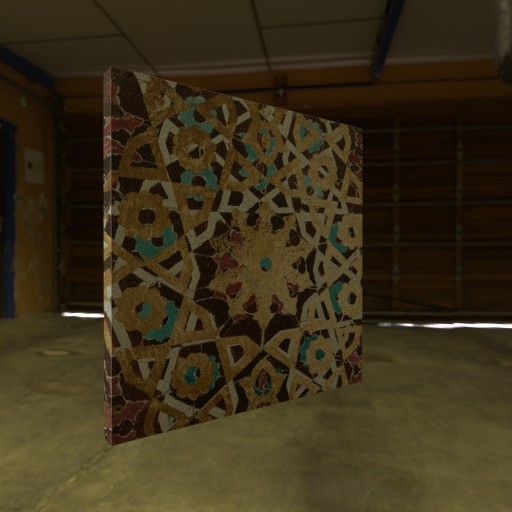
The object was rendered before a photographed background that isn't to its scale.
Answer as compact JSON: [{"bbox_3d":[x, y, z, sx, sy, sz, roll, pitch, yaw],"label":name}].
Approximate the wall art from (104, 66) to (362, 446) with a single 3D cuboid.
[{"bbox_3d":[0.000,0.000,0.912,0.609,0.613,0.041,0,0,-36],"label":"wall art"}]
